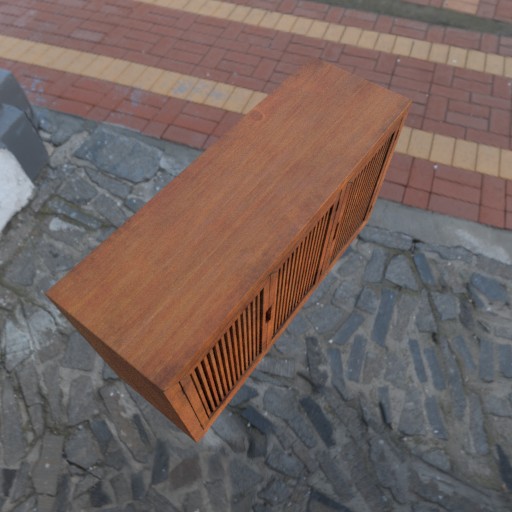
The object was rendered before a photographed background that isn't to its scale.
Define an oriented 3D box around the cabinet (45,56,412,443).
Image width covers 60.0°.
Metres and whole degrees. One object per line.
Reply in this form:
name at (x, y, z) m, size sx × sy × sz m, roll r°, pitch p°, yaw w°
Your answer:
cabinet at (0.000, 0.000, 1.628) m, size 0.403 × 0.805 × 1.204 m, roll 33°, pitch 64°, yaw 19°
